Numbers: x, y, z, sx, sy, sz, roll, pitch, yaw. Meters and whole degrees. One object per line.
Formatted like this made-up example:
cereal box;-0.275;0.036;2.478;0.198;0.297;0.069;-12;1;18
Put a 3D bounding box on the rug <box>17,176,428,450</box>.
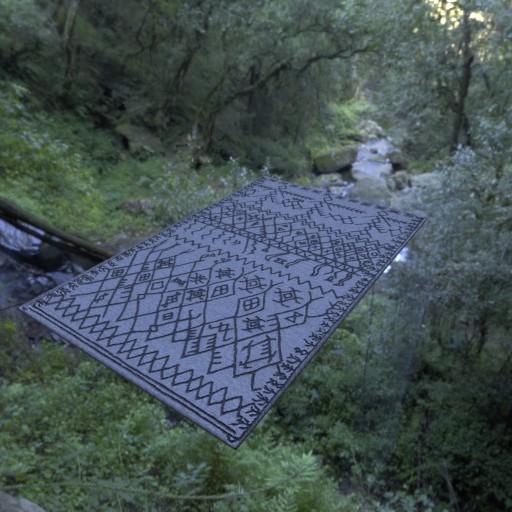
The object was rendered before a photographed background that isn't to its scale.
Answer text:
rug;0.000;0.000;2.937;1.526;0.012;2.444;20;37;29
